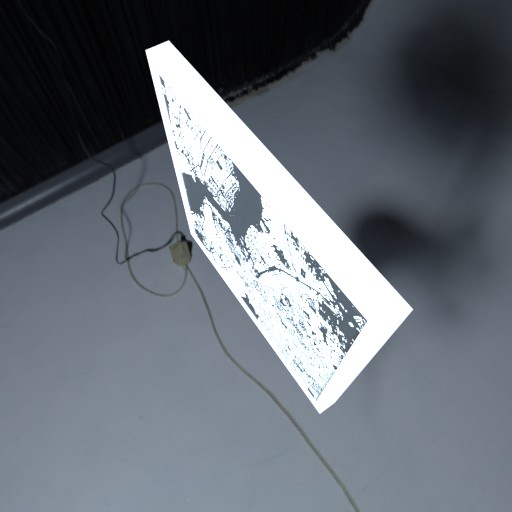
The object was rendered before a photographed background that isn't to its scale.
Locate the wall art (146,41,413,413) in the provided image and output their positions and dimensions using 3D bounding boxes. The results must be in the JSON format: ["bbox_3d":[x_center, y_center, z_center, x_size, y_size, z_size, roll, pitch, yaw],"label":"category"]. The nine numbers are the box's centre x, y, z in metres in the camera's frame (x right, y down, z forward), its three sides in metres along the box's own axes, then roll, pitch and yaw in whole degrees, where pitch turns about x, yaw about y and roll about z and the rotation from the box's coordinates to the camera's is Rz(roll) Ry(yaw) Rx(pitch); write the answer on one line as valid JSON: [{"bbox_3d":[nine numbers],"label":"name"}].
[{"bbox_3d":[0.000,0.000,0.763,0.038,0.506,0.506,-31,66,-16],"label":"wall art"}]
